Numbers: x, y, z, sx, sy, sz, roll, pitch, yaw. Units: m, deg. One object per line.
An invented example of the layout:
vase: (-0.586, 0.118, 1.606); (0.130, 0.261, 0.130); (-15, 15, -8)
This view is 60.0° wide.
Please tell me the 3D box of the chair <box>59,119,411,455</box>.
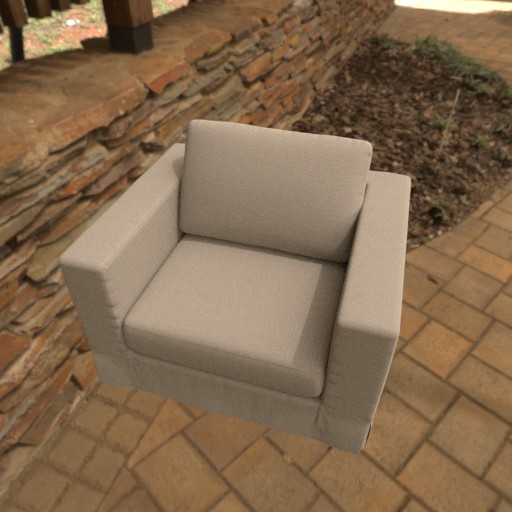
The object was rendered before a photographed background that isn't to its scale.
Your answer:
chair: (0.000, 0.000, 1.817); (1.150, 0.878, 0.957); (11, 41, 13)
